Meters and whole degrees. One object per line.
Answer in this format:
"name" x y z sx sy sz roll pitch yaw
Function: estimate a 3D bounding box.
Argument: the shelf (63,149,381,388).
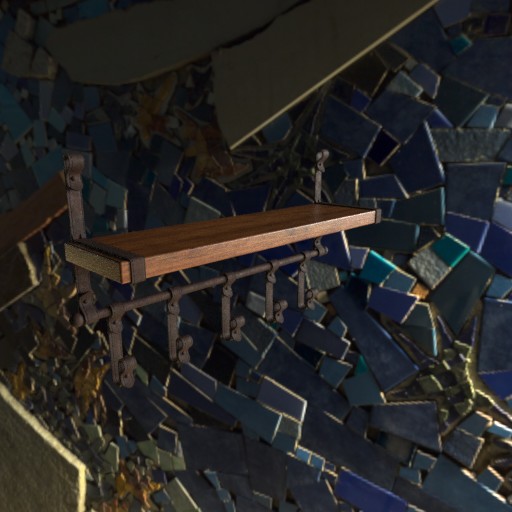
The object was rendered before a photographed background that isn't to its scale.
"shelf" 0.000 0.000 0.719 0.146 0.330 0.567 14 20 43
